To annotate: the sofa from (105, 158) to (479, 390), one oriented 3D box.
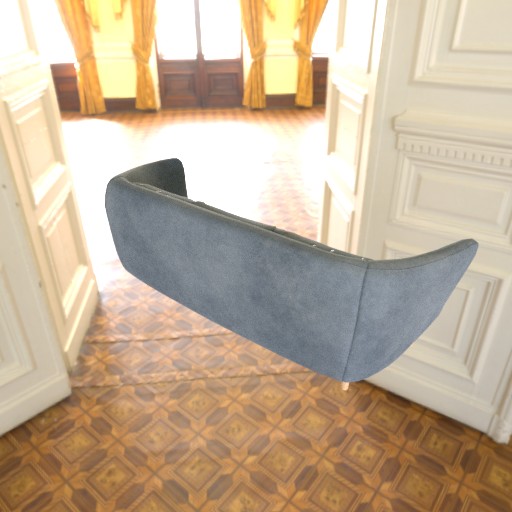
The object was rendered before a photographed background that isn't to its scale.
[{"bbox_3d":[0.000,0.000,2.542,2.095,0.795,0.849,21,36,33],"label":"sofa"}]
